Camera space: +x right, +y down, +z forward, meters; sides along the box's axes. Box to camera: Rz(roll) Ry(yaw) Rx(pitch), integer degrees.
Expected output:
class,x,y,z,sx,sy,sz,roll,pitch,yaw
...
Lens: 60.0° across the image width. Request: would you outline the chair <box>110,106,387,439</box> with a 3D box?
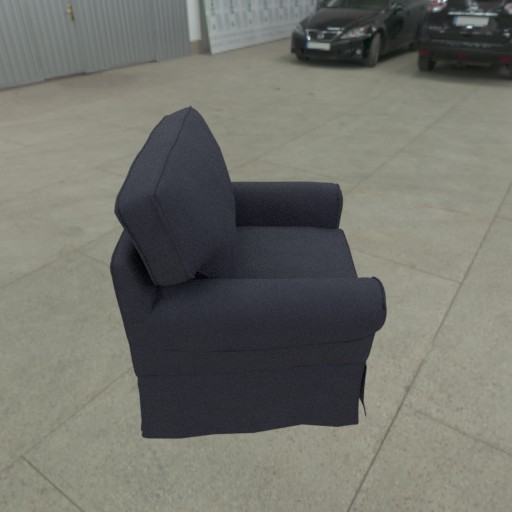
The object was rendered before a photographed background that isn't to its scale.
class,x,y,z,sx,sy,sz,roll,pitch,yaw
chair,0.000,0.000,2.018,1.002,1.140,1.119,-1,32,-1
